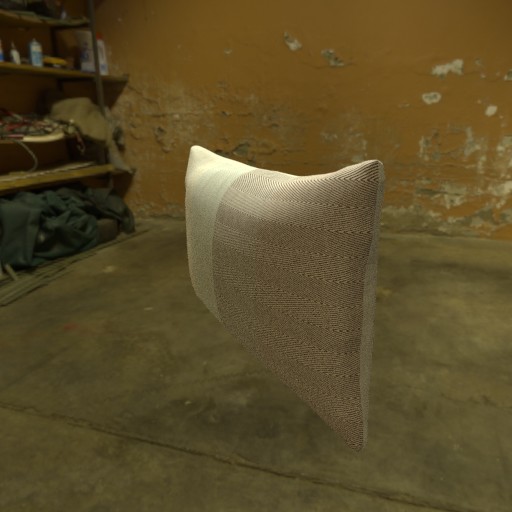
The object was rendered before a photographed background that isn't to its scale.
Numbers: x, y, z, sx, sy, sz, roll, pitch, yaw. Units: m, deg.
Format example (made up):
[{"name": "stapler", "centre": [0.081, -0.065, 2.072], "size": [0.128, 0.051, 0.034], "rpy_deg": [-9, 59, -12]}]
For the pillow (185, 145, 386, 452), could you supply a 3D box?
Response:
[{"name": "pillow", "centre": [0.000, 0.000, 0.644], "size": [0.139, 0.305, 0.506], "rpy_deg": [-8, 18, -25]}]
